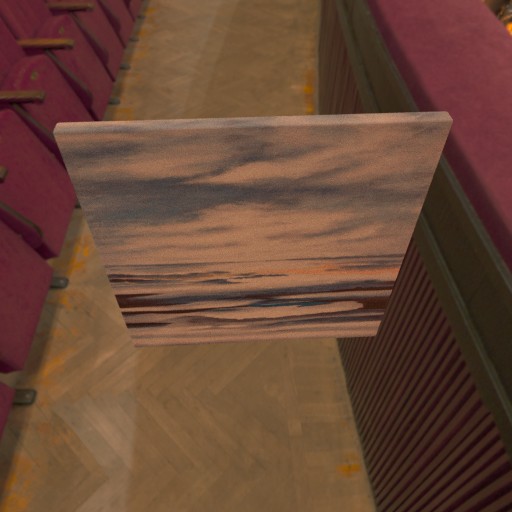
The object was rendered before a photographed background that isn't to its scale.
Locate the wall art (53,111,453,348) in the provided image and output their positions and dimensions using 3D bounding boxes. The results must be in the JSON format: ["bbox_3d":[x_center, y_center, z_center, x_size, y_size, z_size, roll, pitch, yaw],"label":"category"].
[{"bbox_3d":[0.000,0.000,1.107,0.747,0.747,0.035,-2,47,-2],"label":"wall art"}]
